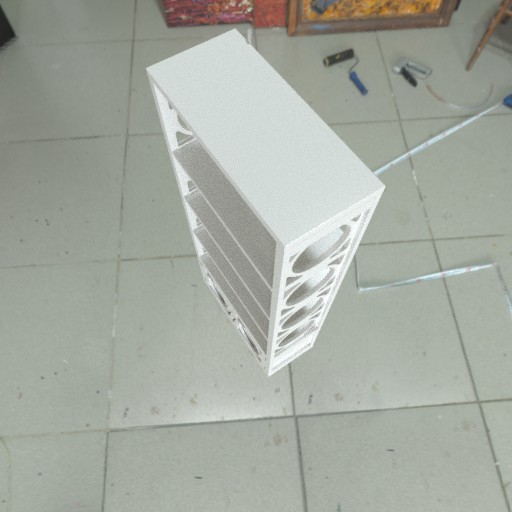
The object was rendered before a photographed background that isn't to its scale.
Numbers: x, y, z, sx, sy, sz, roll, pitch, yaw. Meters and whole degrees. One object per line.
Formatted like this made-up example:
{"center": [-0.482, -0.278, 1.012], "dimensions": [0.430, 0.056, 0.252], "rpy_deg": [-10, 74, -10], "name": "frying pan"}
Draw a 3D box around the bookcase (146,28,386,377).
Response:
{"center": [0.000, 0.000, 2.100], "dimensions": [0.361, 1.869, 0.761], "rpy_deg": [-31, 68, -14], "name": "bookcase"}
